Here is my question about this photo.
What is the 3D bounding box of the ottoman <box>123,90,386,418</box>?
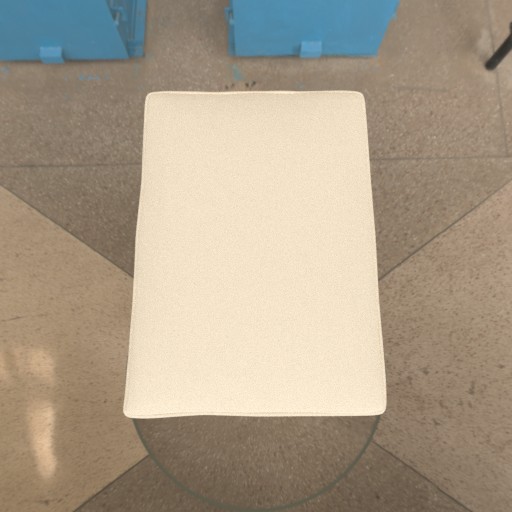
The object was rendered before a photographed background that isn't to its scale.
[{"bbox_3d":[0.000,0.000,1.370,0.703,0.479,0.944,0,76,0],"label":"ottoman"}]
